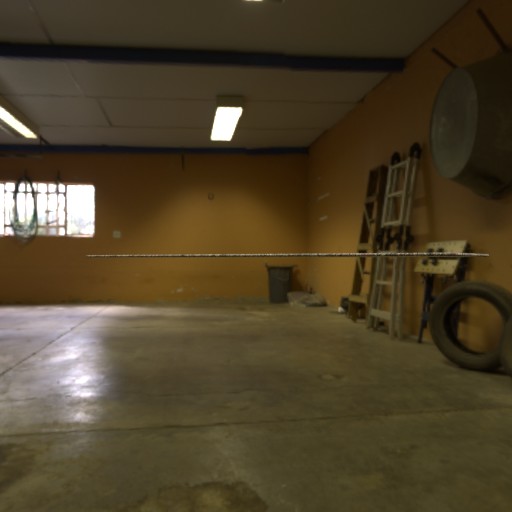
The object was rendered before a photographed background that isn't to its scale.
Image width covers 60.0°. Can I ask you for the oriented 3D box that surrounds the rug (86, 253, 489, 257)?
[{"bbox_3d":[0.000,0.000,2.549,2.305,0.013,0.719,0,0,36],"label":"rug"}]
